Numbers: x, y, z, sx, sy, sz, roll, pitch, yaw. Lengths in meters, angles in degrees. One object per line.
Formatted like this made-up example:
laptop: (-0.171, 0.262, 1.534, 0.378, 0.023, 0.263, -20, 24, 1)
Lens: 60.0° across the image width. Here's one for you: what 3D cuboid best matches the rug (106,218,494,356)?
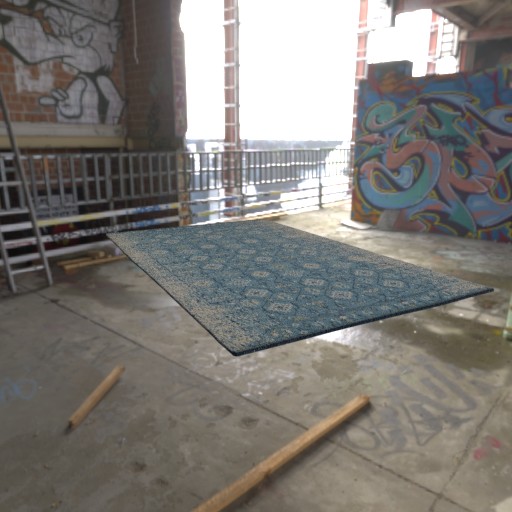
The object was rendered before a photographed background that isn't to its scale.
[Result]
rug: (0.000, 0.000, 2.996, 1.530, 0.015, 2.449, -8, 17, -28)
